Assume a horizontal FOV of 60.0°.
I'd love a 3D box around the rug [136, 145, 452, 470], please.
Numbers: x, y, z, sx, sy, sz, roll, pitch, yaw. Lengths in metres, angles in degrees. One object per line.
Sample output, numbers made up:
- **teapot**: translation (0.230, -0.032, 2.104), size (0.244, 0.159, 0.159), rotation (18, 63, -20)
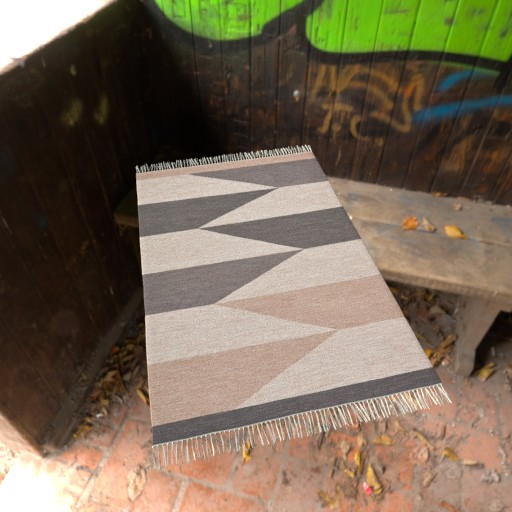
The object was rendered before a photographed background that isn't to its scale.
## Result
- **rug**: translation (0.000, 0.000, 2.415), size (1.224, 0.027, 2.021), rotation (-9, 47, -9)
